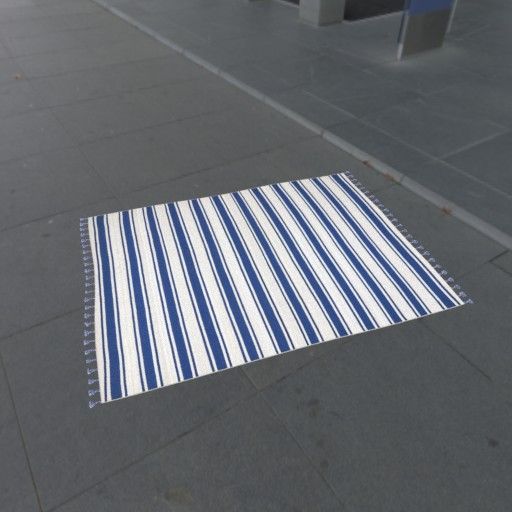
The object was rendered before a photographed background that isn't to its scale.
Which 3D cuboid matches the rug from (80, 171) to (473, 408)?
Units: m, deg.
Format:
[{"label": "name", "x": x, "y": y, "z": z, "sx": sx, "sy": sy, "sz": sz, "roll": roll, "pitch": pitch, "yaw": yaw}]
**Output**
[{"label": "rug", "x": 0.000, "y": 0.000, "z": 4.532, "sx": 3.416, "sy": 0.016, "sz": 2.471, "roll": -12, "pitch": 43, "yaw": -13}]
